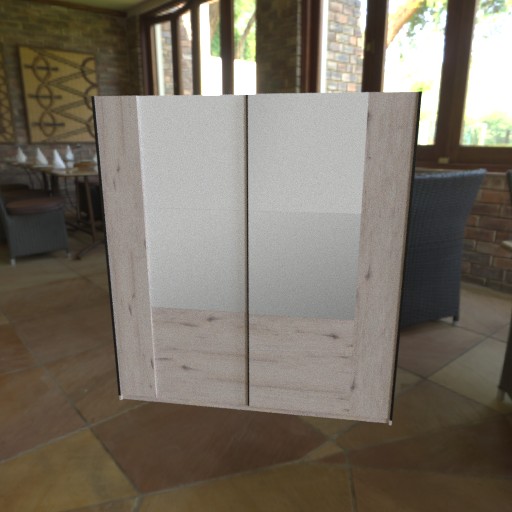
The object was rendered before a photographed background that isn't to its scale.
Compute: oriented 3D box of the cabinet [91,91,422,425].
[{"bbox_3d":[0.000,0.000,3.243,2.000,2.180,0.660,2,15,9],"label":"cabinet"}]
